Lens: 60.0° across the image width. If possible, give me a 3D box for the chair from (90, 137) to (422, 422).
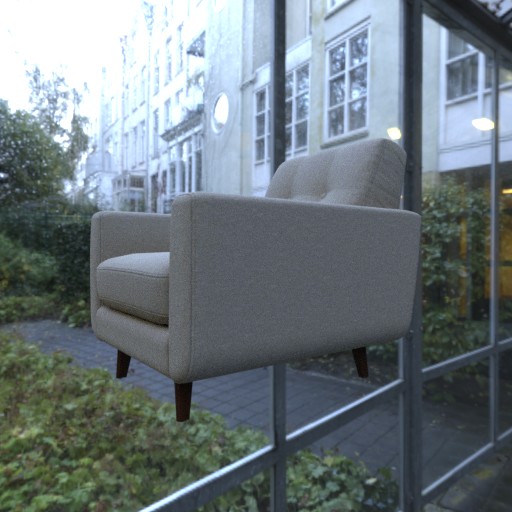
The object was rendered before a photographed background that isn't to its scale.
[{"bbox_3d":[0.000,0.000,1.801,1.128,0.965,0.897,-1,1,-36],"label":"chair"}]
